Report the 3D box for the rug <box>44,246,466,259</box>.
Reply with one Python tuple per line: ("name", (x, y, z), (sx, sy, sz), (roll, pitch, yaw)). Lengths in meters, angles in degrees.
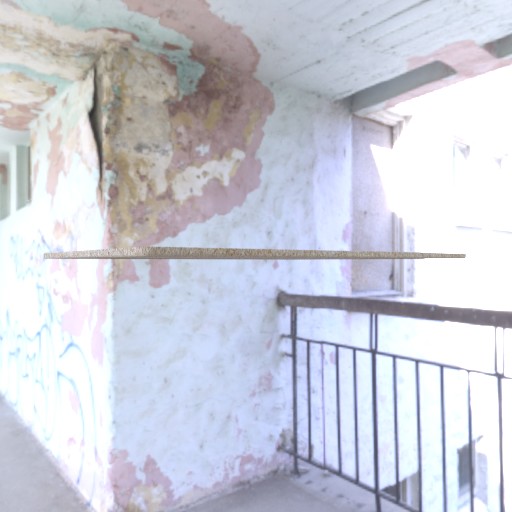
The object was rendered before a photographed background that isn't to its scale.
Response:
("rug", (0.000, 0.000, 2.076), (1.600, 0.025, 1.199), (1, -1, -37))
